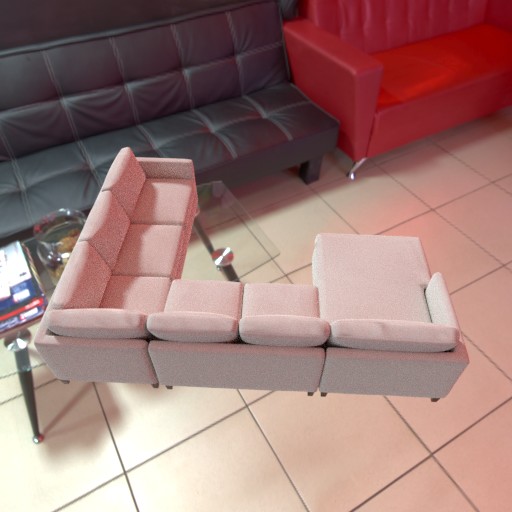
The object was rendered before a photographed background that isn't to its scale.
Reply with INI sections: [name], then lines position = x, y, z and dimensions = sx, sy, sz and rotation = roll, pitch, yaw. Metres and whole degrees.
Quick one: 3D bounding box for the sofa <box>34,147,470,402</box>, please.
[sofa]
position = 0.000, 0.000, 4.484
dimensions = 3.459, 0.956, 2.593
rotation = 2, 47, 2
